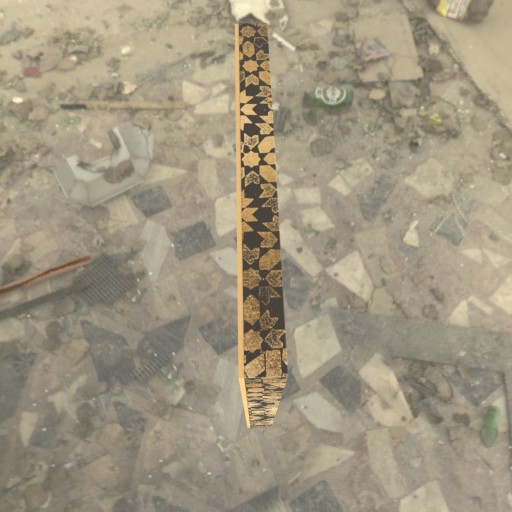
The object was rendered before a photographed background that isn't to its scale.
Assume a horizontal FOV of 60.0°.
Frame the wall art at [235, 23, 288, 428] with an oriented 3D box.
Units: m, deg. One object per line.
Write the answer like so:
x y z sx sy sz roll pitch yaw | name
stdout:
0.000 0.000 0.607 0.038 0.405 0.405 -1 64 -1 | wall art
